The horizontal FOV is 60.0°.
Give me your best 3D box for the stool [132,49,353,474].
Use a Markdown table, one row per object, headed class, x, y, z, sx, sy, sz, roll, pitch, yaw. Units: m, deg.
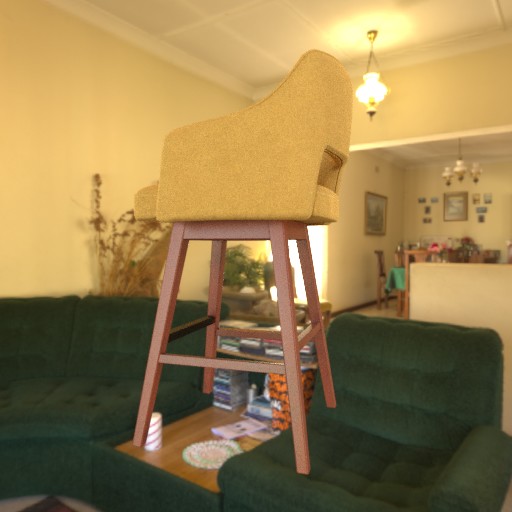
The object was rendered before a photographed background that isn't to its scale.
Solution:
| class | x | y | z | sx | sy | sz | roll | pitch | yaw |
| --- | --- | --- | --- | --- | --- | --- | --- | --- | --- |
| stool | 0.000 | 0.000 | 1.313 | 0.558 | 1.012 | 0.548 | 1 | 2 | 18 |
